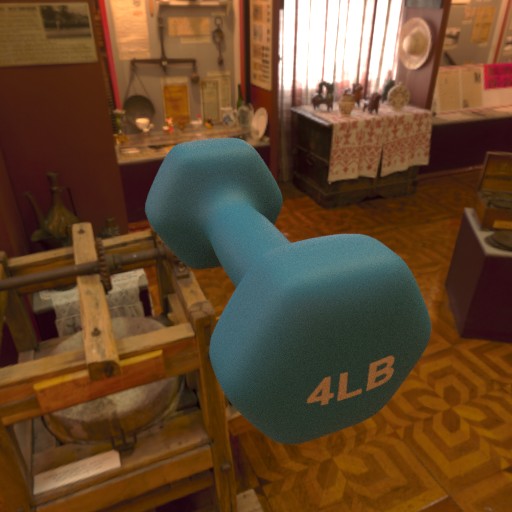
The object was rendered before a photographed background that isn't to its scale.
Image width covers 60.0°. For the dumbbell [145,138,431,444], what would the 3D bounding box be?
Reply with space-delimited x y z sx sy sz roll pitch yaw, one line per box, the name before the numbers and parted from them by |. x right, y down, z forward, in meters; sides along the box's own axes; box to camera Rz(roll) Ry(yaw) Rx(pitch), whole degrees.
dumbbell | 0.000 0.000 0.188 0.074 0.066 0.152 -11 32 -18
